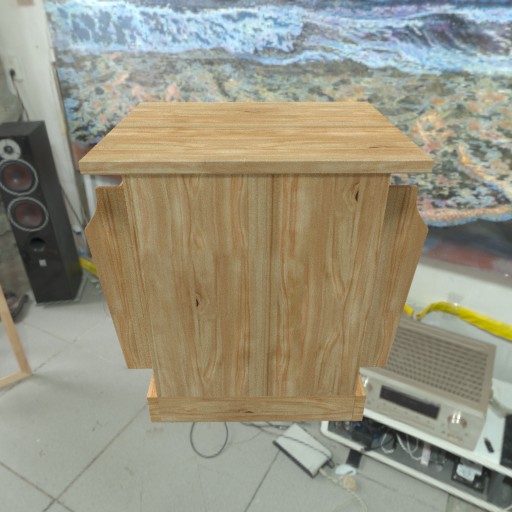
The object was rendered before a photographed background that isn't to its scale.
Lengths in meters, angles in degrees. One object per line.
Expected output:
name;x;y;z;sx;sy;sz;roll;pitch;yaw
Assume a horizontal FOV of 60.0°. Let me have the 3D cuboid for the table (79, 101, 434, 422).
table;0.000;0.000;0.878;0.530;0.515;0.380;0;30;-1
